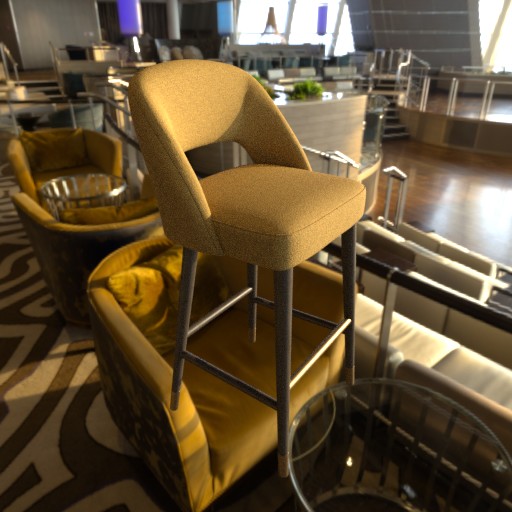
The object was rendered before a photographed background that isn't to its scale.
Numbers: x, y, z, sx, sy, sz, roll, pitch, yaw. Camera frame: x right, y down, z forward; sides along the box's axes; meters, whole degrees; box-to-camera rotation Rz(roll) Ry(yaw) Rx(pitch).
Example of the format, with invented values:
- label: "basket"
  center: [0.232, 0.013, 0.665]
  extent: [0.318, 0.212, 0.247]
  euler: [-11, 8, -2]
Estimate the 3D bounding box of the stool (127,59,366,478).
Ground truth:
- label: "stool"
  center: [0.000, 0.000, 1.288]
  extent: [0.522, 1.032, 0.536]
  euler: [17, 31, 31]
